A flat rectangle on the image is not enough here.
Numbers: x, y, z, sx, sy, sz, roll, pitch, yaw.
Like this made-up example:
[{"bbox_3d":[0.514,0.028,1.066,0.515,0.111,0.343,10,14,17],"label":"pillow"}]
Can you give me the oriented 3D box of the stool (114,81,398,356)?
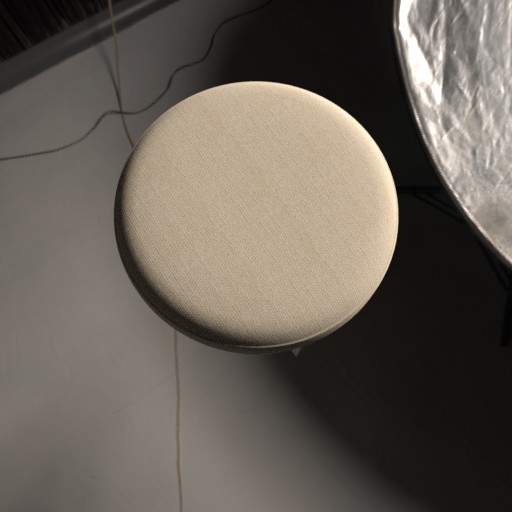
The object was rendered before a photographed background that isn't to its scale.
[{"bbox_3d":[0.000,0.000,0.943,0.449,0.655,0.449,0,75,0],"label":"stool"}]
